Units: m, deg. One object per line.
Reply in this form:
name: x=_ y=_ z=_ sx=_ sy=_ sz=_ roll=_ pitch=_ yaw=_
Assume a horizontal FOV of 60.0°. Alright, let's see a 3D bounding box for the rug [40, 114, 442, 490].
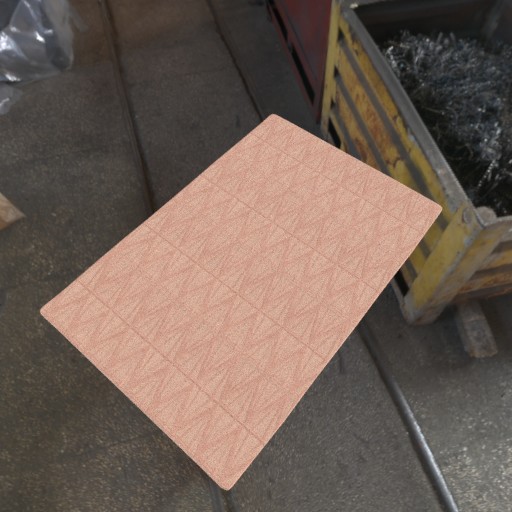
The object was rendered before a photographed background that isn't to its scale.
rug: x=0.000 y=0.000 z=3.019 sx=1.609 sy=0.015 sz=2.390 roll=35 pitch=64 yaw=20
